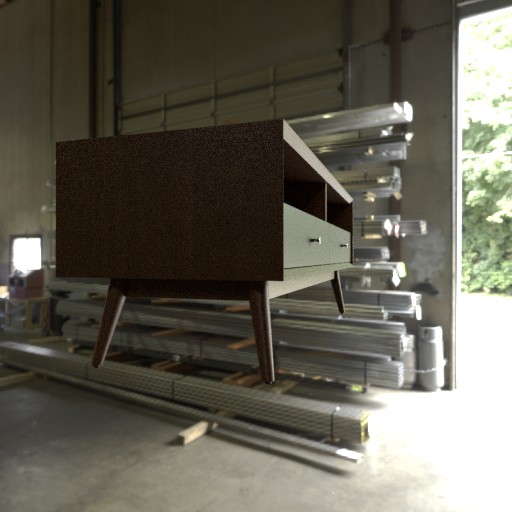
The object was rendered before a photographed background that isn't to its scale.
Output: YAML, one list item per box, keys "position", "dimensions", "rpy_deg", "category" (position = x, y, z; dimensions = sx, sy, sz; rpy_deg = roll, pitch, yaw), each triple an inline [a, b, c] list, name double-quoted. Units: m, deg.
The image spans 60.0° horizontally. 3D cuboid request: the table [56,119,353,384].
- position: [0.000, 0.000, 1.358]
  dimensions: [0.490, 0.464, 1.119]
  rpy_deg: [0, 0, 18]
  category: "table"
